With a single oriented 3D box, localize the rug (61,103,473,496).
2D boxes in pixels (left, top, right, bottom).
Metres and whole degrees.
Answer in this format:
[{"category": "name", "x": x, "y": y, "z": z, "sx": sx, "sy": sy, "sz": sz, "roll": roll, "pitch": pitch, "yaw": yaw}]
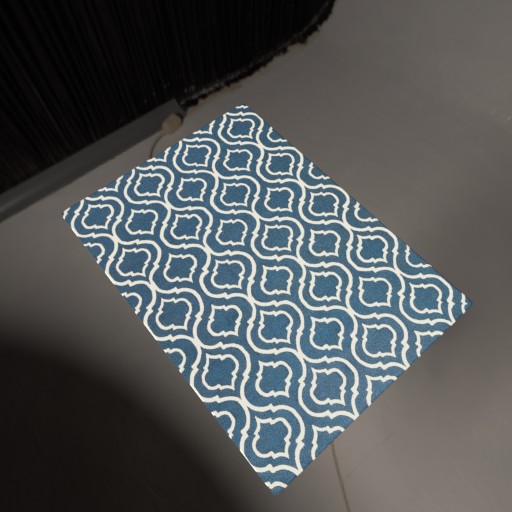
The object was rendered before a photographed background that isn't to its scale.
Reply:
[{"category": "rug", "x": 0.000, "y": 0.000, "z": 4.325, "sx": 2.438, "sy": 0.010, "sz": 3.353, "roll": -37, "pitch": 68, "yaw": -18}]
